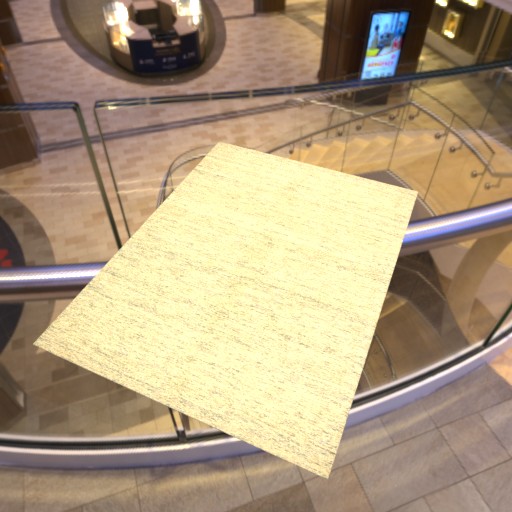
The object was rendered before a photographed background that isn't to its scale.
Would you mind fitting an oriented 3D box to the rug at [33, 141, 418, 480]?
[{"bbox_3d":[0.000,0.000,4.165,2.437,0.014,3.201,18,49,16],"label":"rug"}]
